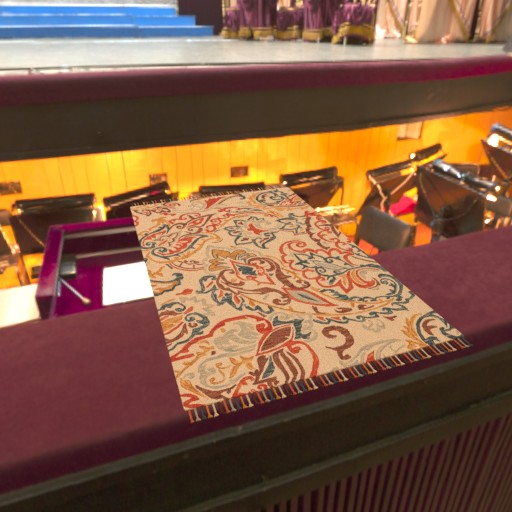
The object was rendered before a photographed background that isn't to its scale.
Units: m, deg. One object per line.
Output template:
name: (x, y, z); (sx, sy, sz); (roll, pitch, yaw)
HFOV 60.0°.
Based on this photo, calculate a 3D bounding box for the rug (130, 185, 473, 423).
rug: (0.000, 0.000, 3.168); (1.523, 0.010, 2.584); (-10, 30, -17)
